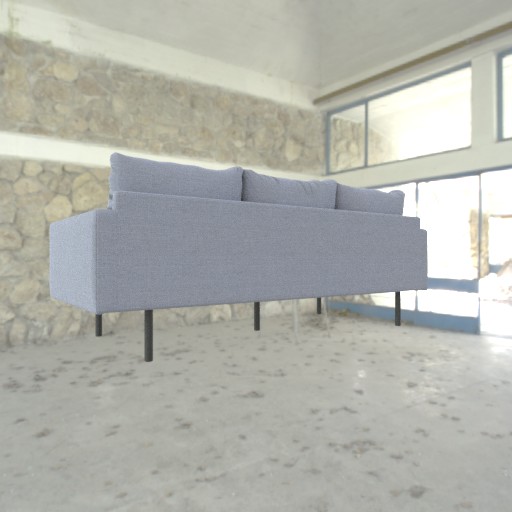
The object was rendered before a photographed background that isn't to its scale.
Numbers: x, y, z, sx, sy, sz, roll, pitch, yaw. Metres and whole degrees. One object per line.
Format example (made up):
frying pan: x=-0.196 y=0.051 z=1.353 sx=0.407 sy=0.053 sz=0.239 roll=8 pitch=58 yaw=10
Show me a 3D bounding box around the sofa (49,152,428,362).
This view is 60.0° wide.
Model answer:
sofa: x=0.000 y=0.000 z=2.481 sx=2.000 sy=0.830 sz=0.850 roll=0 pitch=0 yaw=-35
